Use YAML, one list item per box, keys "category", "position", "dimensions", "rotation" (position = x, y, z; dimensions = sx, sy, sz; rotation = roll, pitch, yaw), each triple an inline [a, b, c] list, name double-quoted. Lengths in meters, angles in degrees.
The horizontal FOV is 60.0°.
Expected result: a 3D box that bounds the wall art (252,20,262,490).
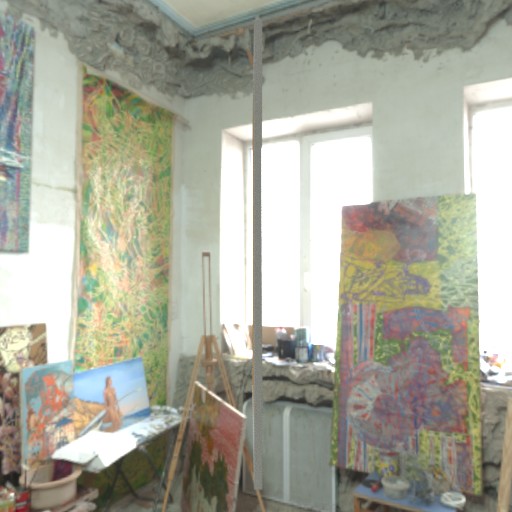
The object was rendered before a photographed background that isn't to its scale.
- category: "wall art"
  position: [0.000, 0.000, 0.847]
  dimensions: [0.011, 0.659, 0.454]
  rotation: [0, -2, -1]
